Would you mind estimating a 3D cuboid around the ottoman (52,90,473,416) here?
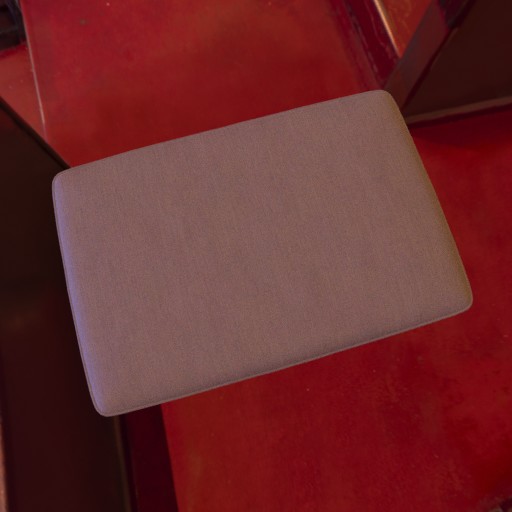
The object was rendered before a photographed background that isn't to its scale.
[{"bbox_3d":[0.000,0.000,1.273,0.941,0.480,0.636,-16,77,-4],"label":"ottoman"}]
